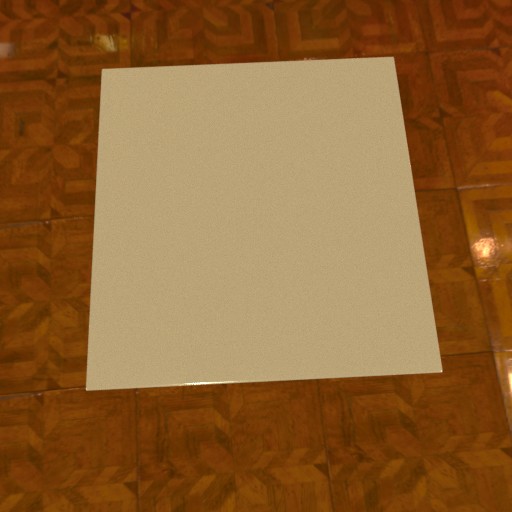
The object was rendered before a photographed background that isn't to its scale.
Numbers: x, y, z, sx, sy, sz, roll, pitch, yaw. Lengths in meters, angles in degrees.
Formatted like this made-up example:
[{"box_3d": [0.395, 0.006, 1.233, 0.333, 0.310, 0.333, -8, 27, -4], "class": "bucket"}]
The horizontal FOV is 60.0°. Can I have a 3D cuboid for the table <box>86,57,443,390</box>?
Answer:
[{"box_3d": [0.000, 0.000, 0.777, 0.400, 0.470, 0.420, -3, 75, -1], "class": "table"}]
